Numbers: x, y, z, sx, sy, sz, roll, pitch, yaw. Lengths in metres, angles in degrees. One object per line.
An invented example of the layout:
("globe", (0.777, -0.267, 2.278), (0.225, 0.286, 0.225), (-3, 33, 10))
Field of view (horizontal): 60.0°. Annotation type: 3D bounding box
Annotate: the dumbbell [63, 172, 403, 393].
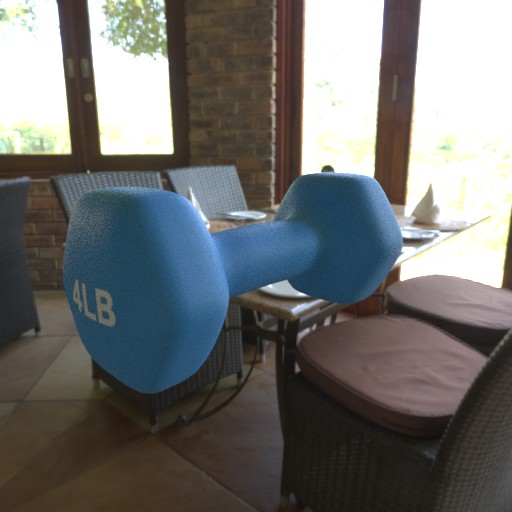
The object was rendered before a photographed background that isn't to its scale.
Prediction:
("dumbbell", (0.000, 0.000, 0.193), (0.152, 0.066, 0.074), (-14, 20, -43))
